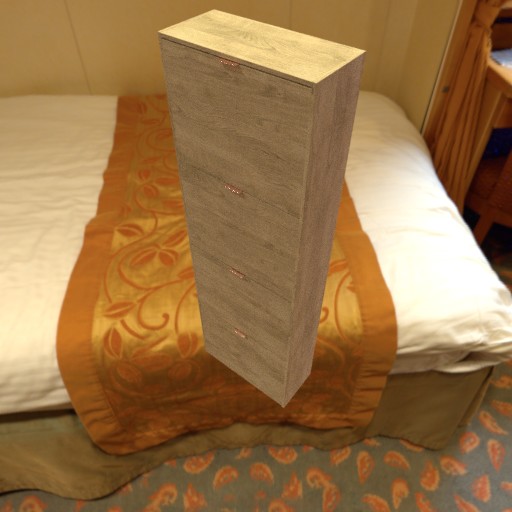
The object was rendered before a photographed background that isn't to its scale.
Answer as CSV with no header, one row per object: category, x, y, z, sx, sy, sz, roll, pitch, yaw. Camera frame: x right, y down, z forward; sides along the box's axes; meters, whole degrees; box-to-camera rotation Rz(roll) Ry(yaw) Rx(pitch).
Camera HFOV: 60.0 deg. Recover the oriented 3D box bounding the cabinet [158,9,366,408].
cabinet,0.000,0.000,1.758,0.520,1.630,0.250,29,53,25
